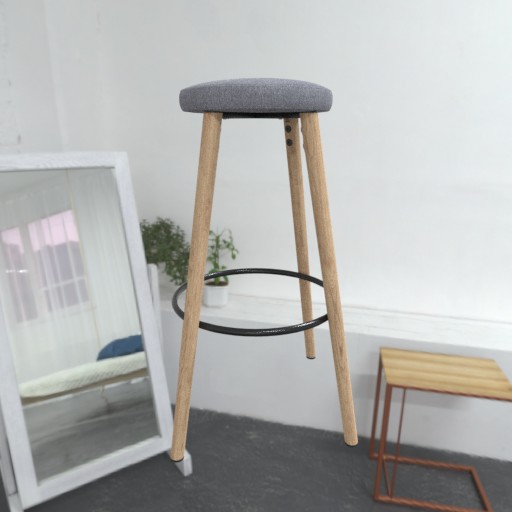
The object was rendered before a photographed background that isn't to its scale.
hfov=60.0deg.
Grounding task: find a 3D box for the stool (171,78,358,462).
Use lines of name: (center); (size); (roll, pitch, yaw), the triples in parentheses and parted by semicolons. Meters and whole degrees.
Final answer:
stool: (0.000, 0.000, 1.036); (0.410, 0.770, 0.410); (-2, 17, -6)
